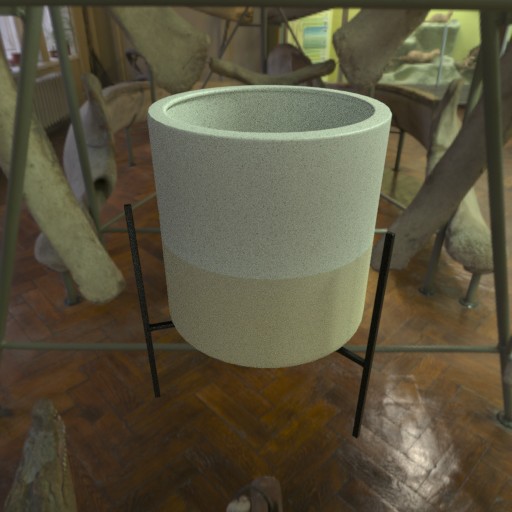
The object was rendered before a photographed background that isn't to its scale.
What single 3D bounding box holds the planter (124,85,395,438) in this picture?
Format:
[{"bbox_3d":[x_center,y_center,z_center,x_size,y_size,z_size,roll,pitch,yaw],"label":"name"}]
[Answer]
[{"bbox_3d":[0.000,0.000,0.540,0.263,0.362,0.267,1,30,1],"label":"planter"}]
